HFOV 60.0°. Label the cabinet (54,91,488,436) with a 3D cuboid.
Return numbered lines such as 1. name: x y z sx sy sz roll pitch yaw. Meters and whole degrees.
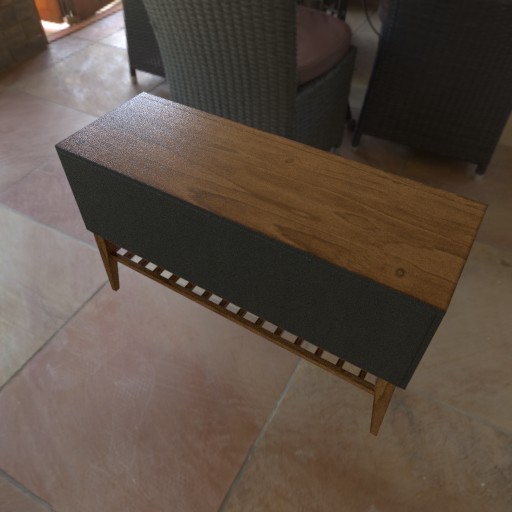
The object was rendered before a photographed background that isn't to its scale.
1. cabinet: 0.000 0.000 1.738 1.363 0.802 0.477 24 51 21
